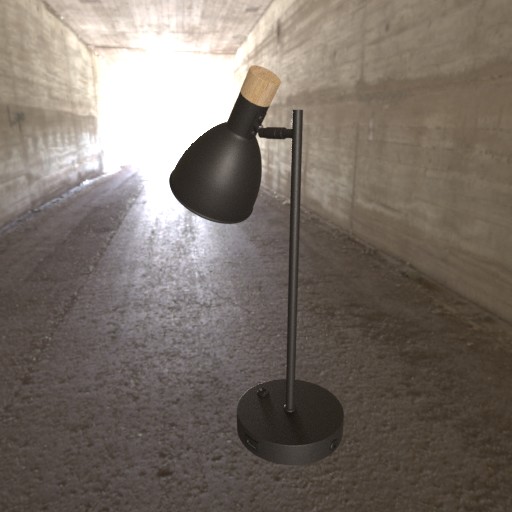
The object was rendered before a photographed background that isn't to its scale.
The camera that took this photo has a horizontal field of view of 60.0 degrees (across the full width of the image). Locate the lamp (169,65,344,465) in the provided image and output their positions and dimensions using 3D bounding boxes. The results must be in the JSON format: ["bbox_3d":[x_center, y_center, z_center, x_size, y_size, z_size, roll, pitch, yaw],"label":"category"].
[{"bbox_3d":[0.000,0.000,0.607,0.287,0.483,0.152,16,23,42],"label":"lamp"}]
